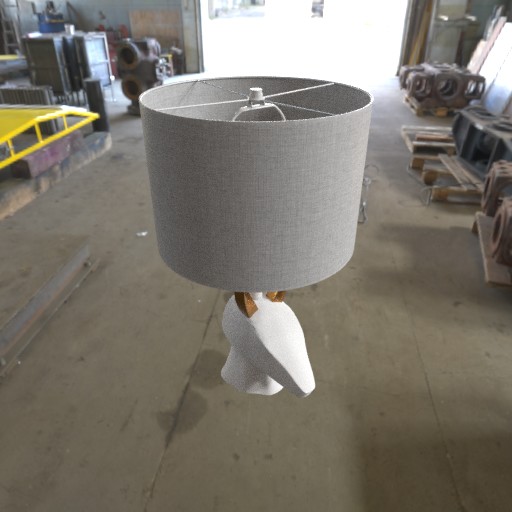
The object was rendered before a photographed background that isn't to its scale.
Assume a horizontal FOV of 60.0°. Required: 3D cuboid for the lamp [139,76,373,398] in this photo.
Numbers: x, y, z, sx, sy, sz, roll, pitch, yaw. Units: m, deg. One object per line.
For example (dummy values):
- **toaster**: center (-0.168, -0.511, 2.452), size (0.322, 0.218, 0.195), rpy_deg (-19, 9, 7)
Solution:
- **lamp**: center (0.000, 0.000, 0.703), size (0.298, 0.503, 0.298), rpy_deg (-21, 37, -32)
